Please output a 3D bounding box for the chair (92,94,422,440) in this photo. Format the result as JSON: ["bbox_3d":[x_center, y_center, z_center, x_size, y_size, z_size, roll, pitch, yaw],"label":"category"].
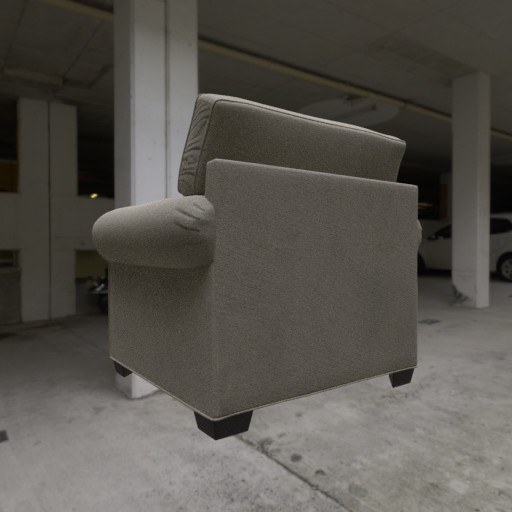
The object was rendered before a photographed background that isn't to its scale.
[{"bbox_3d":[0.000,0.000,1.901,1.147,1.044,0.939,-1,1,-36],"label":"chair"}]
